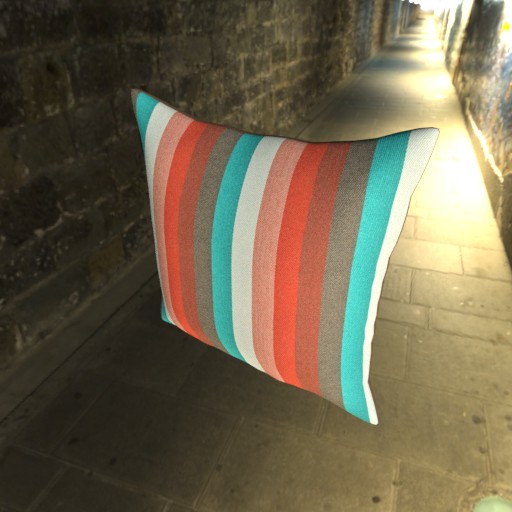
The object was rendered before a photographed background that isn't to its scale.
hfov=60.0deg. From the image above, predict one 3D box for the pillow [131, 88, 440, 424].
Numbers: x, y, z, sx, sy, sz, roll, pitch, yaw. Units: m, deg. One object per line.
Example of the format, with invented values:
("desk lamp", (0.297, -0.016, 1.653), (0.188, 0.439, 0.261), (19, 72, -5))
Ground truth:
("pillow", (0.000, 0.000, 0.669), (0.453, 0.443, 0.168), (19, 35, 29))
